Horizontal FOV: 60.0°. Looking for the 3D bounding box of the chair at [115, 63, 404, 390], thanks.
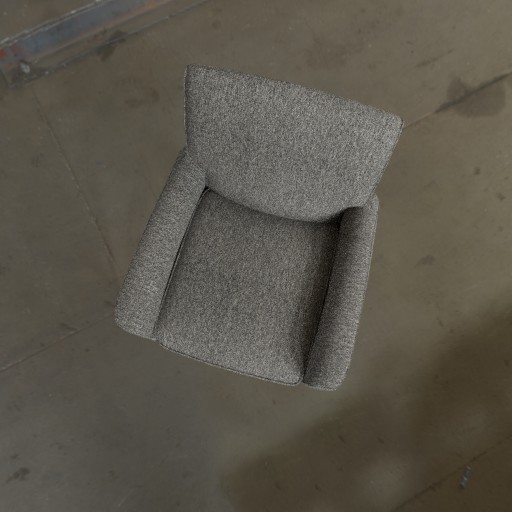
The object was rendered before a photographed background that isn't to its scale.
[{"bbox_3d":[0.000,0.000,1.677,0.848,1.014,0.864,16,77,4],"label":"chair"}]
